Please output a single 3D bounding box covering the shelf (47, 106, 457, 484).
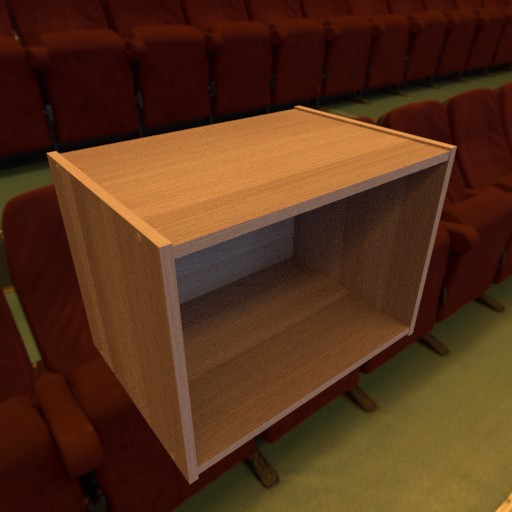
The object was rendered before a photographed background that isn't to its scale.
[{"bbox_3d":[0.000,0.000,0.624,0.415,0.305,0.290,-22,37,-32],"label":"shelf"}]
